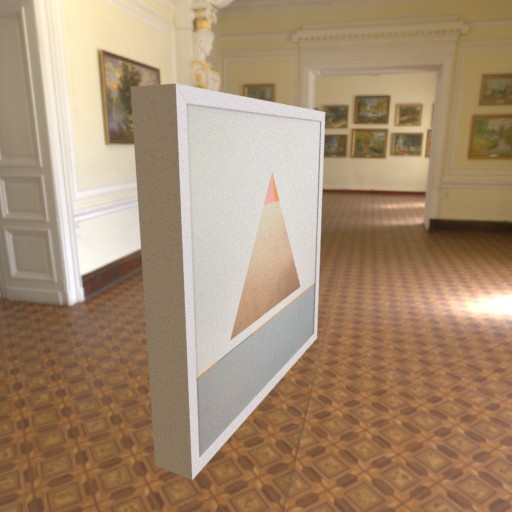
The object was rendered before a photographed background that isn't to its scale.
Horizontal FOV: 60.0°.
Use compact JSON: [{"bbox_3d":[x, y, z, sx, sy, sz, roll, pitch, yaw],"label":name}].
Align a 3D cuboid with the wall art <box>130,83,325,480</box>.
[{"bbox_3d":[0.000,0.000,0.465,0.038,0.304,0.305,7,16,26],"label":"wall art"}]
